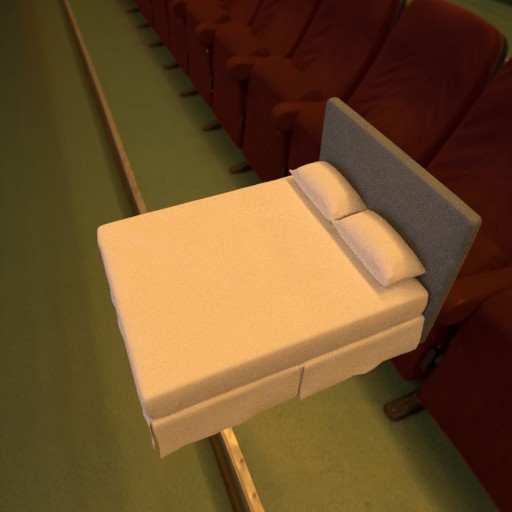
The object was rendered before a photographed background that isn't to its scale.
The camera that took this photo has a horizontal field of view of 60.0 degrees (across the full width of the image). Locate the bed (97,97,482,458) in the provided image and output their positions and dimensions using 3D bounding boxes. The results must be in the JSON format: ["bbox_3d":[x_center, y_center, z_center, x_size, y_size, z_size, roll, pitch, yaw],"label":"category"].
[{"bbox_3d":[0.000,0.000,3.211,2.142,1.330,1.713,-17,48,-16],"label":"bed"}]
